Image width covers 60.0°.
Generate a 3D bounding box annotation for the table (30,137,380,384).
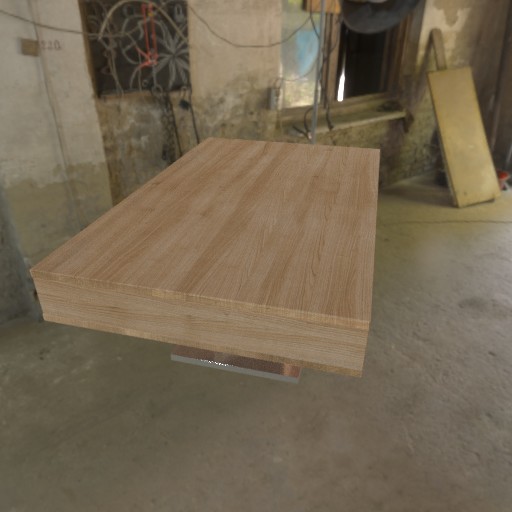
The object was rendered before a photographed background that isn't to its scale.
[{"bbox_3d":[0.000,0.000,1.425,0.700,0.440,1.100,7,30,13],"label":"table"}]
